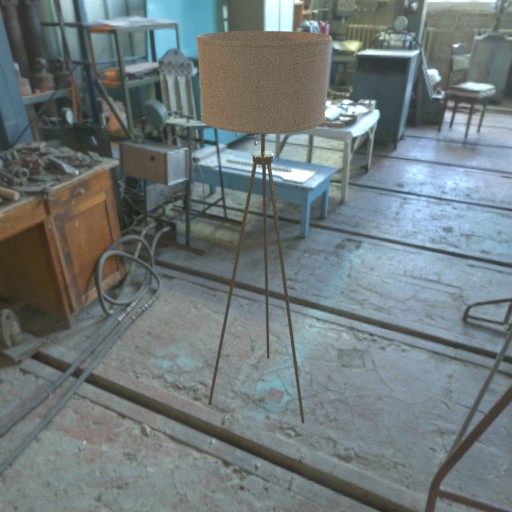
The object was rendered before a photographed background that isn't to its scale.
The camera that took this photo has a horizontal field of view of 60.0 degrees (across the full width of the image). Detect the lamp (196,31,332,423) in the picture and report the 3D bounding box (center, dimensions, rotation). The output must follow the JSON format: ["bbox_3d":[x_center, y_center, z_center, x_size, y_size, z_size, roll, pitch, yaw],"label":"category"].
[{"bbox_3d":[0.000,0.000,1.732,0.460,1.545,0.449,-10,32,-16],"label":"lamp"}]
